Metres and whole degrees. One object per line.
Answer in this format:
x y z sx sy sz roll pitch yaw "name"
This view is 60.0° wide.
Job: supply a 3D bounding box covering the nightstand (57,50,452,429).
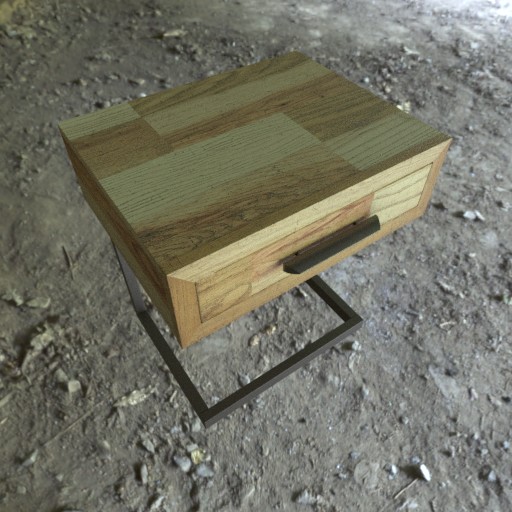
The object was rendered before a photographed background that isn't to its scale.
0.000 0.000 1.015 0.558 0.632 0.481 -27 53 -23 "nightstand"
